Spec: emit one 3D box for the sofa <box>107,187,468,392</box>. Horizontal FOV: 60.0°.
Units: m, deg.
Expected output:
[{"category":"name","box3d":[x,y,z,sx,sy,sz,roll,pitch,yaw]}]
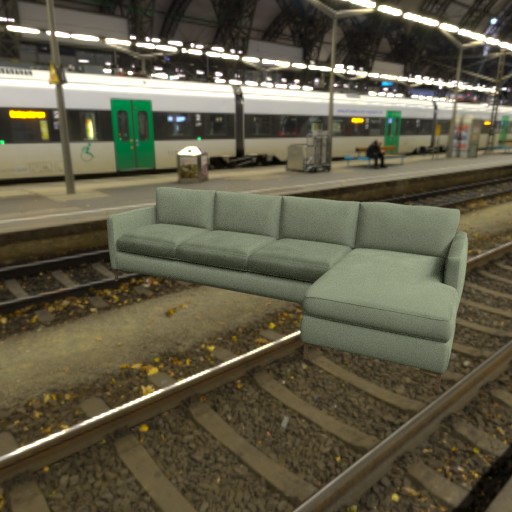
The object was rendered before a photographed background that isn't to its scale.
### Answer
[{"category":"sofa","box3d":[0.000,0.000,3.195,2.725,0.756,1.255,8,18,26]}]
